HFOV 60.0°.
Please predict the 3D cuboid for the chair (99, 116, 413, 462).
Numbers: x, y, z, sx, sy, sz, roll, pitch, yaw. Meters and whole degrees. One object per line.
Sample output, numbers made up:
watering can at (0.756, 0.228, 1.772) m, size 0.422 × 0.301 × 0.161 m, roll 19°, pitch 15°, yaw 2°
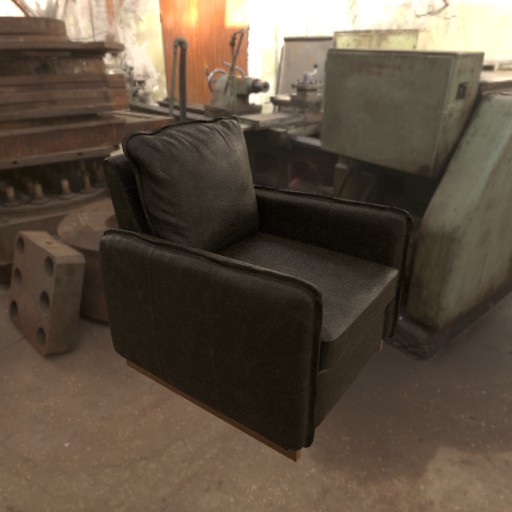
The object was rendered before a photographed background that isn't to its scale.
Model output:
chair at (0.000, 0.000, 1.654) m, size 0.921 × 0.921 × 0.830 m, roll 17°, pitch 30°, yaw 32°
